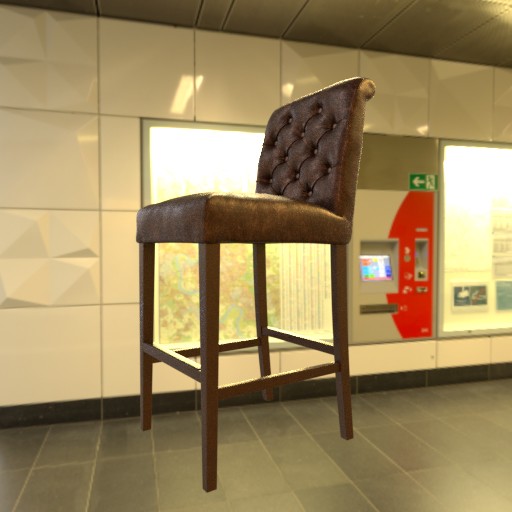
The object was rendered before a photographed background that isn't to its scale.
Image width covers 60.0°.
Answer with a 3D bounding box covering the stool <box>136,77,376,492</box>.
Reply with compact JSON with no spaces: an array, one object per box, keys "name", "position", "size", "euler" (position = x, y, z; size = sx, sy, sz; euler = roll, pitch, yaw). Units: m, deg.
[{"name":"stool","position":[0.000,0.000,1.464],"size":[0.659,1.168,0.483],"euler":[-1,2,-35]}]
